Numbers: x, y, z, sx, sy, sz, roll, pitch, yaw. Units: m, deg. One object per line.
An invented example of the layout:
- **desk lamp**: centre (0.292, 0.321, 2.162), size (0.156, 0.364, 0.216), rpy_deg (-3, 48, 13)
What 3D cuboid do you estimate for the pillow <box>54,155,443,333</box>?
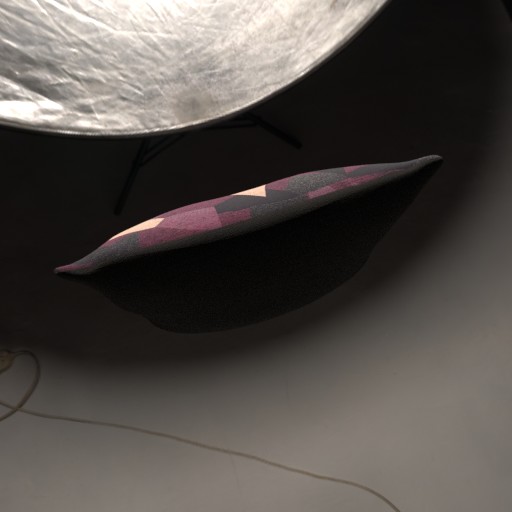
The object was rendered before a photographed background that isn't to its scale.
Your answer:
- **pillow**: centre (0.000, 0.000, 0.767), size (0.503, 0.496, 0.208), rpy_deg (-16, 76, -4)
